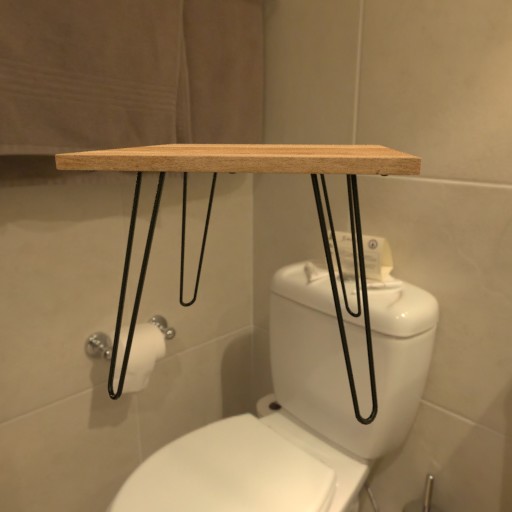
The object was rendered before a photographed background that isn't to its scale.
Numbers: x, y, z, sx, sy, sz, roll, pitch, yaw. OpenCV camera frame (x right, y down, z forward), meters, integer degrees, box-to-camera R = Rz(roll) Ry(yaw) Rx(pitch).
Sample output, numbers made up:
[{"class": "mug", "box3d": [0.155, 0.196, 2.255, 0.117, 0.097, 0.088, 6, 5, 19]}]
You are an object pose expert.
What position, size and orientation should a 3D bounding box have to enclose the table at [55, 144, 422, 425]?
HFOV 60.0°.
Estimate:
[{"class": "table", "box3d": [0.000, 0.000, 1.060, 0.599, 0.500, 0.599, 3, 16, 9]}]
